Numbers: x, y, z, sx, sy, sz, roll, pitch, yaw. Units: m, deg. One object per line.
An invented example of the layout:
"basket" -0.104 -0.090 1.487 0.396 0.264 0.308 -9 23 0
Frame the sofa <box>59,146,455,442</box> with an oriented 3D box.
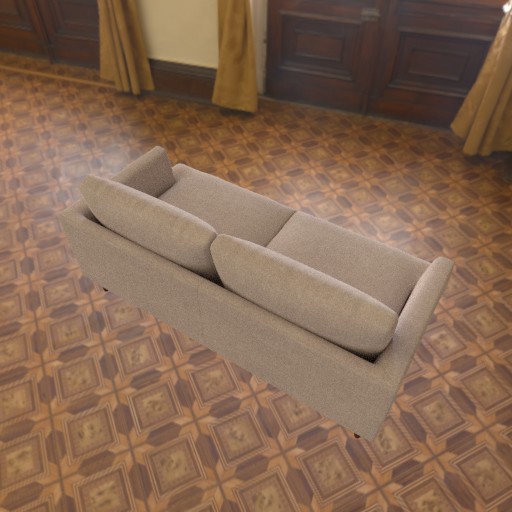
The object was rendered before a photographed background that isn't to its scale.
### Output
"sofa" 0.000 0.000 2.504 1.948 0.868 1.020 25 51 22
